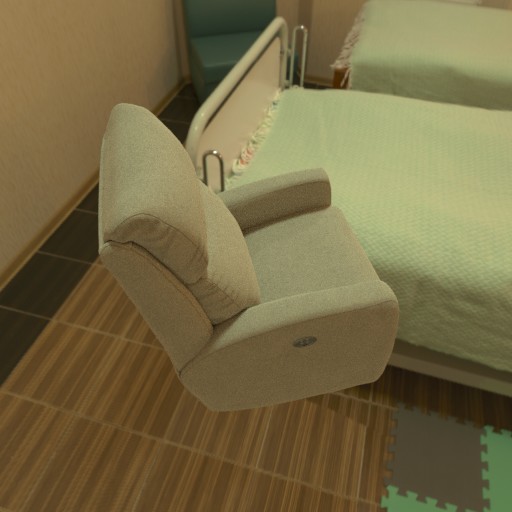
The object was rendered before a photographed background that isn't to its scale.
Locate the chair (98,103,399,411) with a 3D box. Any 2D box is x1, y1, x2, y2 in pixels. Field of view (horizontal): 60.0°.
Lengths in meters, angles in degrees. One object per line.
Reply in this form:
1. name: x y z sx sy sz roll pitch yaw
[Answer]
1. chair: 0.000 0.000 1.642 0.940 1.021 0.794 -9 46 -9
